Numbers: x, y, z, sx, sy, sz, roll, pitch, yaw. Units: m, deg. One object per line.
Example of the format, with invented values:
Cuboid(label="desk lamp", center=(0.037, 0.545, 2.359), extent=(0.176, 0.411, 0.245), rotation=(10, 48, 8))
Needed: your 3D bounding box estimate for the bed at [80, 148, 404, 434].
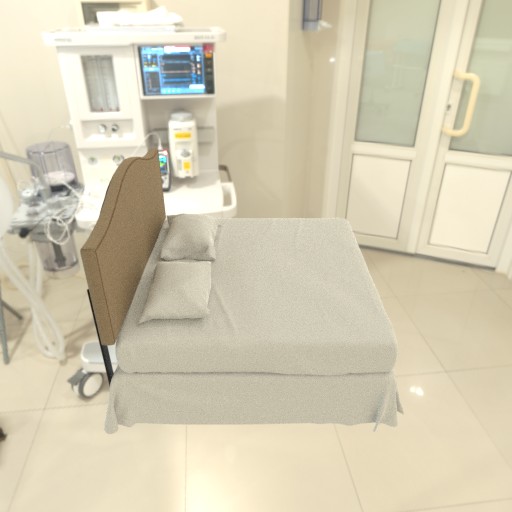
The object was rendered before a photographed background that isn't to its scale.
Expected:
Cuboid(label="bed", center=(0.000, 0.000, 3.778), extent=(2.222, 1.651, 2.311), rotation=(0, 31, 0))
